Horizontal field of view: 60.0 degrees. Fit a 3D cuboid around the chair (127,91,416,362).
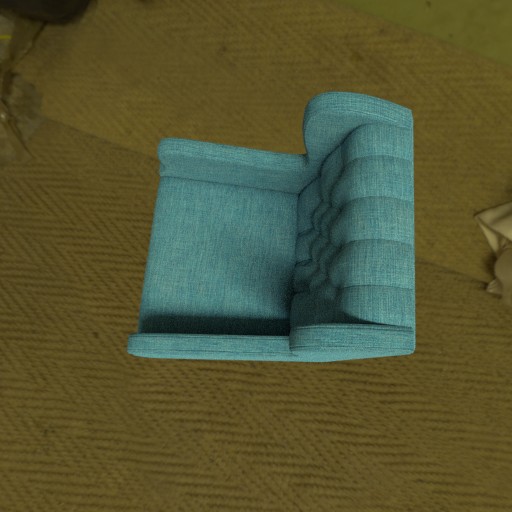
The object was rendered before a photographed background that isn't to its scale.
[{"bbox_3d":[0.000,0.000,1.491,0.775,0.952,0.711,5,75,1],"label":"chair"}]
